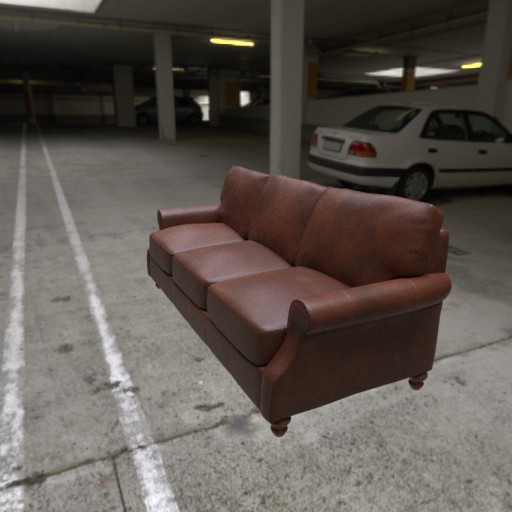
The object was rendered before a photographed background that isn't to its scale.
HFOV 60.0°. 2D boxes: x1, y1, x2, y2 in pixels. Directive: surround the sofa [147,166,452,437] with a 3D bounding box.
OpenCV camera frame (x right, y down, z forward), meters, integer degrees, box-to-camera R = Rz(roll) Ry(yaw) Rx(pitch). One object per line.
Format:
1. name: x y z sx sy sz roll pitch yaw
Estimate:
1. sofa: 0.000 0.000 2.855 0.973 0.977 2.351 -8 18 -25
